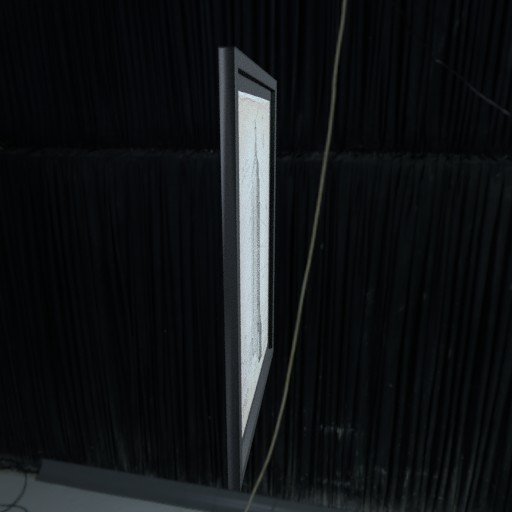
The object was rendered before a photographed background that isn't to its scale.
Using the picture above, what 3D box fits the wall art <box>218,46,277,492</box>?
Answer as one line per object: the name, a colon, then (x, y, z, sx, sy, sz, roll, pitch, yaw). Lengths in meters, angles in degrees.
wall art: (0.000, 0.000, 0.551, 0.013, 0.431, 0.303, 3, 17, 8)
